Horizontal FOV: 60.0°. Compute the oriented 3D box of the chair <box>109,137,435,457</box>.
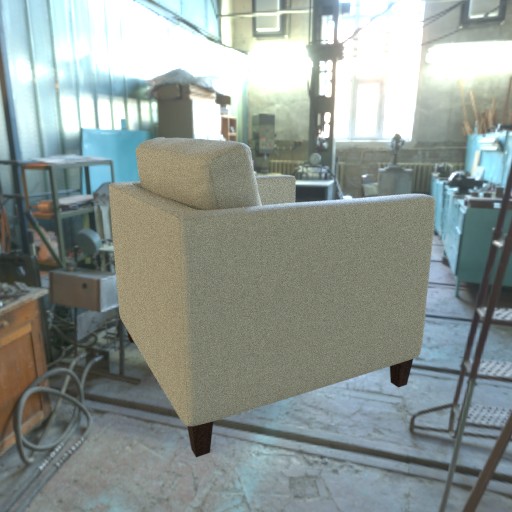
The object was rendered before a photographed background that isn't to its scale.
[{"bbox_3d":[0.000,0.000,1.774,0.959,0.919,0.996,-8,17,-27],"label":"chair"}]
